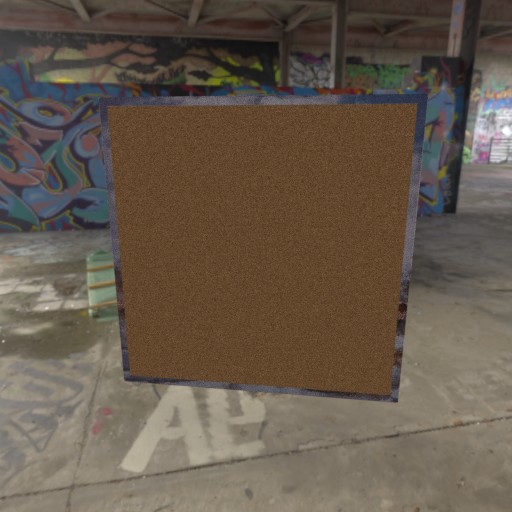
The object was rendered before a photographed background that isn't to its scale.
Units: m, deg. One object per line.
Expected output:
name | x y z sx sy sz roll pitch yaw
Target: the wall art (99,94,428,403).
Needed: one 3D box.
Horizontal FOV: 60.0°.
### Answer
wall art | 0.000 0.000 1.319 0.888 0.897 0.035 2 16 8
